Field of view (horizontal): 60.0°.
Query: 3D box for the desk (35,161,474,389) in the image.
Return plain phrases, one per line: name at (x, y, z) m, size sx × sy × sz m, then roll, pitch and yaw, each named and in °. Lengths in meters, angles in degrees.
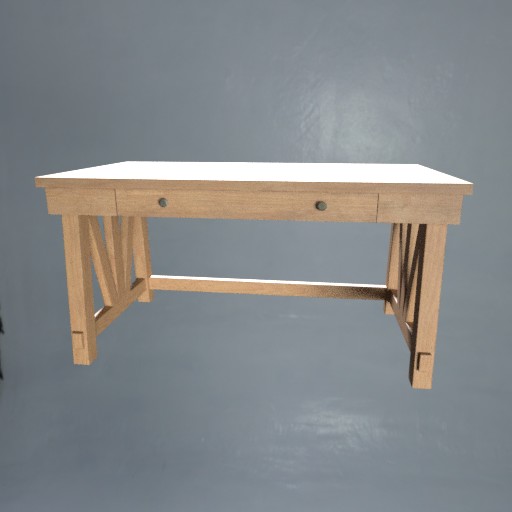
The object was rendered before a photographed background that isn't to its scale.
desk at (0.000, 0.000, 1.991) m, size 1.499 × 0.762 × 0.813 m, roll 2°, pitch 16°, yaw 7°
